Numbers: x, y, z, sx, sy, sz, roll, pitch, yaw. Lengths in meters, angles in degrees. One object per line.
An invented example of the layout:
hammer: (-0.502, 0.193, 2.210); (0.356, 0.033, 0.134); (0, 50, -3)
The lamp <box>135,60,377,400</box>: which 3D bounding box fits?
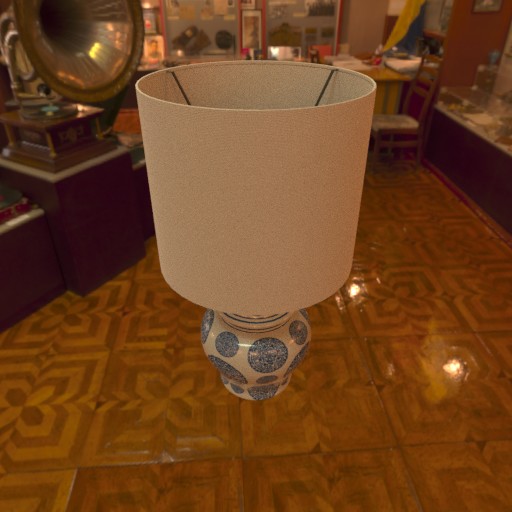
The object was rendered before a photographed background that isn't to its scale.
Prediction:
lamp: (0.000, 0.000, 0.507); (0.215, 0.381, 0.215); (-1, 32, -2)
